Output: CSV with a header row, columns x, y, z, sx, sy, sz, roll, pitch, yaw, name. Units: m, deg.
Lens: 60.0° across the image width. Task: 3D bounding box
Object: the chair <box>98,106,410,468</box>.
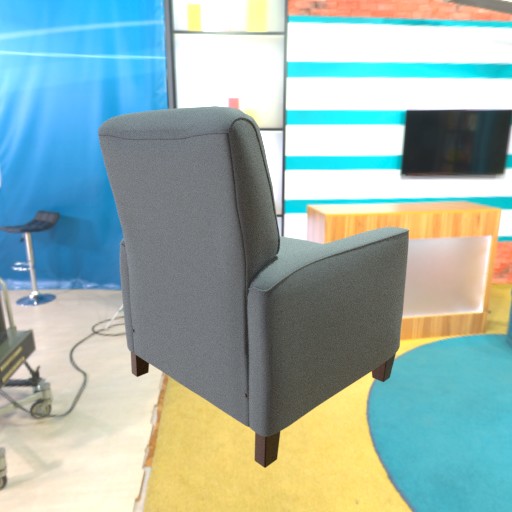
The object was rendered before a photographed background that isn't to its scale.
x,y,z,sx,sy,sz,roll,pitch,yaw,name
0.000,0.000,1.644,0.846,1.007,0.853,-14,20,-43,chair
